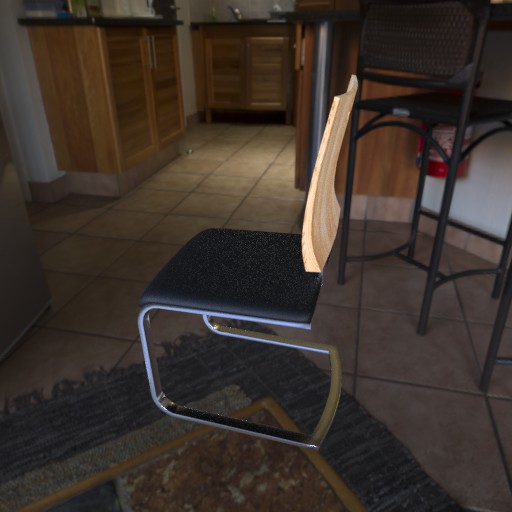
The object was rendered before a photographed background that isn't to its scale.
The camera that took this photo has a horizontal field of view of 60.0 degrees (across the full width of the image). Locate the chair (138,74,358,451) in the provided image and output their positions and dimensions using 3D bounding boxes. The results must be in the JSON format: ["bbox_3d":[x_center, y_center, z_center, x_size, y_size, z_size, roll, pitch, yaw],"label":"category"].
[{"bbox_3d":[0.000,0.000,1.264,0.560,0.936,0.462,8,29,14],"label":"chair"}]
